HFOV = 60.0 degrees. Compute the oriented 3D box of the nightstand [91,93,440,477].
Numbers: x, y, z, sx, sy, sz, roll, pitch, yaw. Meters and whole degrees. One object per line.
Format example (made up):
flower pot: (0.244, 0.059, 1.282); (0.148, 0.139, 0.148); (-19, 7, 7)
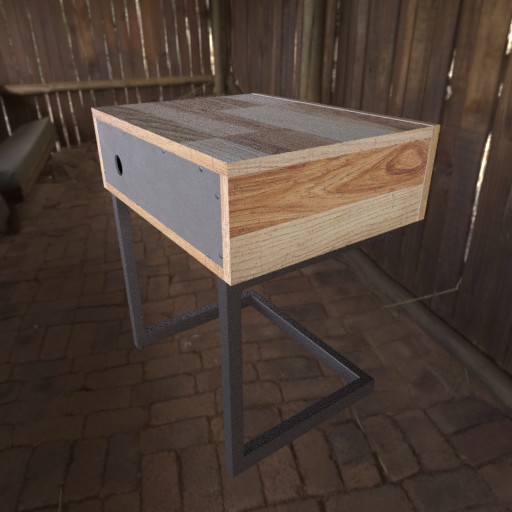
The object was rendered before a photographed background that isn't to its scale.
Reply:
nightstand: (0.000, 0.000, 1.023); (0.481, 0.632, 0.558); (-18, 32, -31)
